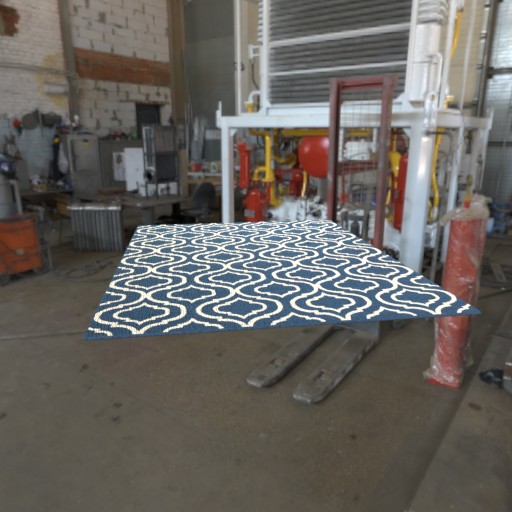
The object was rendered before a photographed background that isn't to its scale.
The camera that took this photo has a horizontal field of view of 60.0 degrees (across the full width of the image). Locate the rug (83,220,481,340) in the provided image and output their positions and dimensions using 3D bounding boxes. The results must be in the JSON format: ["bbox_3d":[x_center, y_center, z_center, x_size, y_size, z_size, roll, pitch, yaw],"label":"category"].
[{"bbox_3d":[0.000,0.000,3.837,2.270,0.020,2.881,-2,16,-9],"label":"rug"}]
